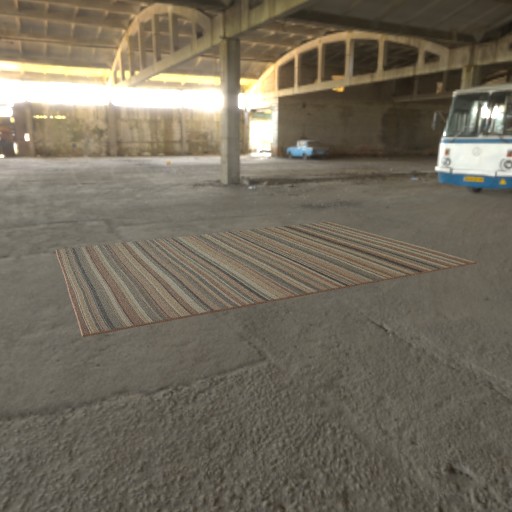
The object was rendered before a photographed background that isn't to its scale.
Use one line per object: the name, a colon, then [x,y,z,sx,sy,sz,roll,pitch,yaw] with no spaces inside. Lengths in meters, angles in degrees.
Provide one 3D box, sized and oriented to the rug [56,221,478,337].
rug: [0.000,0.000,2.292,1.829,0.008,1.219,-8,17,-26]
